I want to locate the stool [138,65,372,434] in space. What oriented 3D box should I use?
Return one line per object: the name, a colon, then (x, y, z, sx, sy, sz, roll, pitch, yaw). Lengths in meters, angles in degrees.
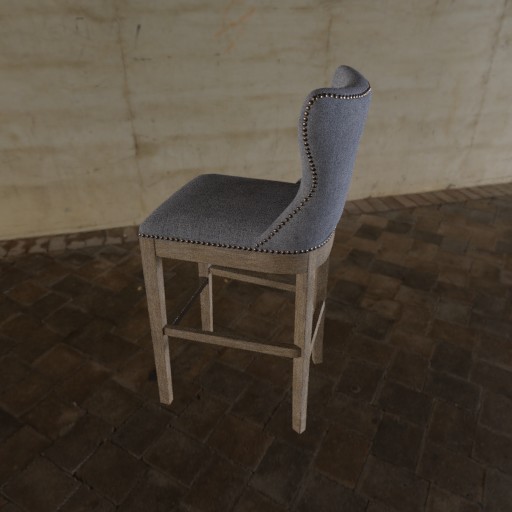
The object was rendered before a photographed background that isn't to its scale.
stool: (0.000, 0.000, 1.451, 0.606, 1.123, 0.494, 9, 31, 15)
